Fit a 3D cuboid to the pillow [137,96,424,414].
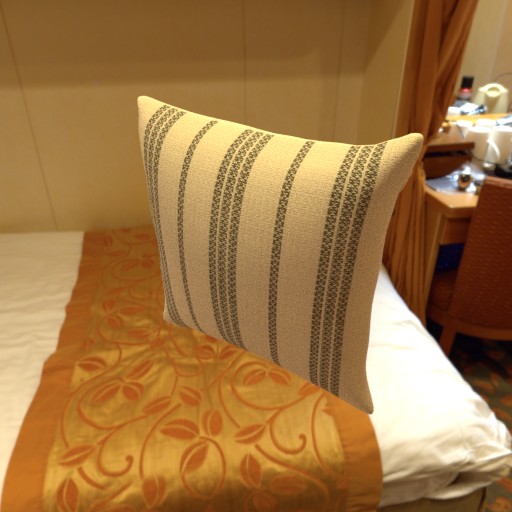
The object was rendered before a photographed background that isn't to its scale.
[{"bbox_3d":[0.000,0.000,0.640,0.405,0.406,0.173,18,34,28],"label":"pillow"}]
